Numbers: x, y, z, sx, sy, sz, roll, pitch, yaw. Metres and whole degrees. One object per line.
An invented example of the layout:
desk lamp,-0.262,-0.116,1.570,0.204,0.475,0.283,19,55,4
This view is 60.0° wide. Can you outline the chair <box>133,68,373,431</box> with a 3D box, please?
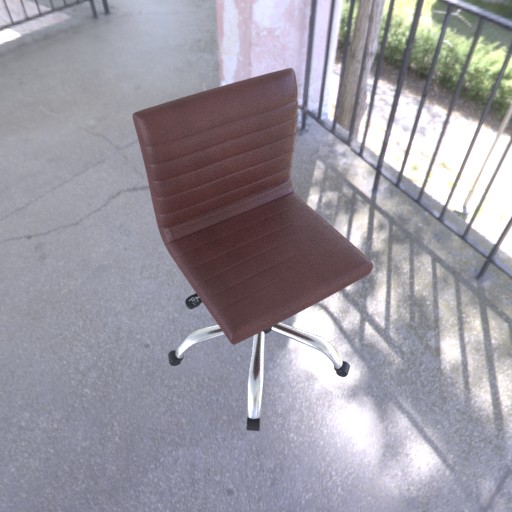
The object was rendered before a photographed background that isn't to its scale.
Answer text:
chair,0.000,0.000,1.141,0.556,0.780,0.530,-24,52,-21
